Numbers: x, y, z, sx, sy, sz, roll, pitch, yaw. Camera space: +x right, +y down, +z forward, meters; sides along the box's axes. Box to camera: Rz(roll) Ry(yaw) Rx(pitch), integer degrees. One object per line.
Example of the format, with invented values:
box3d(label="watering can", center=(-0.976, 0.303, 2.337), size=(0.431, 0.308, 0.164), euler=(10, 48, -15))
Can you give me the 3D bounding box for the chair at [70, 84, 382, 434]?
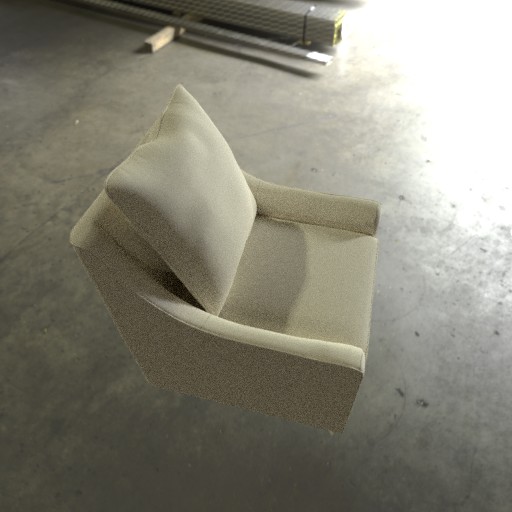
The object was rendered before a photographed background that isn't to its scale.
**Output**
box3d(label="chair", center=(0.000, 0.000, 1.601), size=(0.876, 0.965, 0.756), euler=(11, 49, 10))
